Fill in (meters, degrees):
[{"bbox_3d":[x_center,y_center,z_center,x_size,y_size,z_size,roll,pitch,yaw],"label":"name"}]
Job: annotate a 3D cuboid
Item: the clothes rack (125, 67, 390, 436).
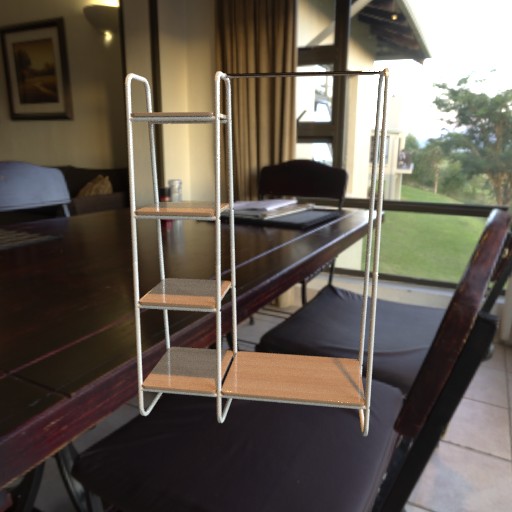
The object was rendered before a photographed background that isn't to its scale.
[{"bbox_3d":[0.000,0.000,1.942,1.011,1.500,0.400,2,14,8],"label":"clothes rack"}]
